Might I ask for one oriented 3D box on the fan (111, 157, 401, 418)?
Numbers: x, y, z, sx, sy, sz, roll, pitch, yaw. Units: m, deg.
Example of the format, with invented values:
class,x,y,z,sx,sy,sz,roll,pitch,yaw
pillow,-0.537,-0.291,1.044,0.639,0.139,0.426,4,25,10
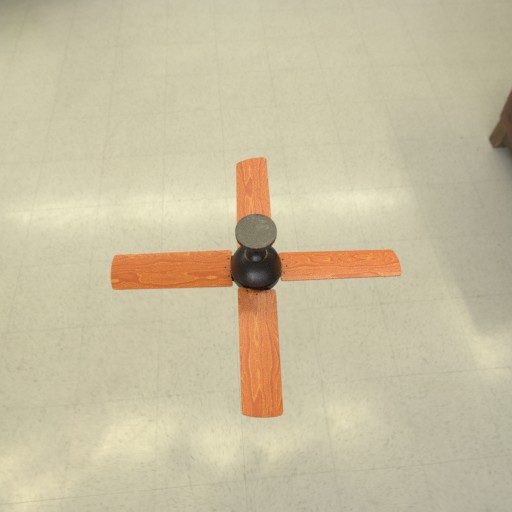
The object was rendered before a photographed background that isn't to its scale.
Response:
class,x,y,z,sx,sy,sz,roll,pitch,yaw
fan,0.000,0.000,1.963,1.332,0.403,1.332,-2,59,-1
